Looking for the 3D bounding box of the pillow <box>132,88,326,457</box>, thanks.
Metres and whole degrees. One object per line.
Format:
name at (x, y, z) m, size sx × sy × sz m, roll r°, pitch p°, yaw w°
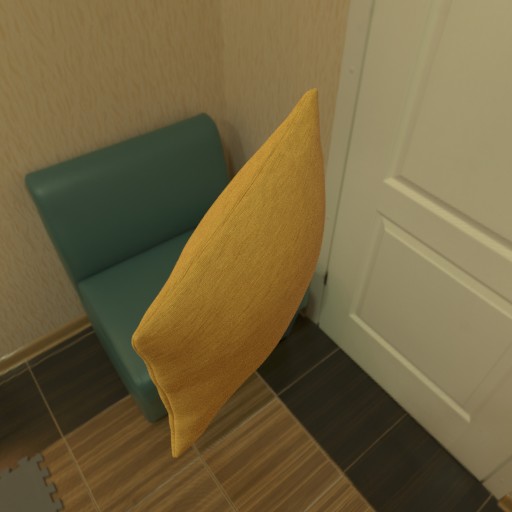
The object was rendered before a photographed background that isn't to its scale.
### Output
pillow at (0.000, 0.000, 0.792) m, size 0.210 × 0.354 × 0.634 m, roll 17°, pitch 49°, yaw 15°
